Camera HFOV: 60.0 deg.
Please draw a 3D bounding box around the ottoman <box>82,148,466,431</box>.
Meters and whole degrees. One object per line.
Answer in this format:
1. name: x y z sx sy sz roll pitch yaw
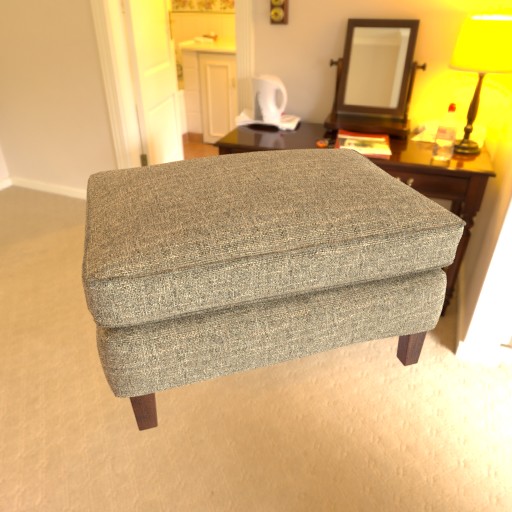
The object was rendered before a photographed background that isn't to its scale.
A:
1. ottoman: 0.000 0.000 0.984 0.686 0.406 0.508 -9 32 -14
